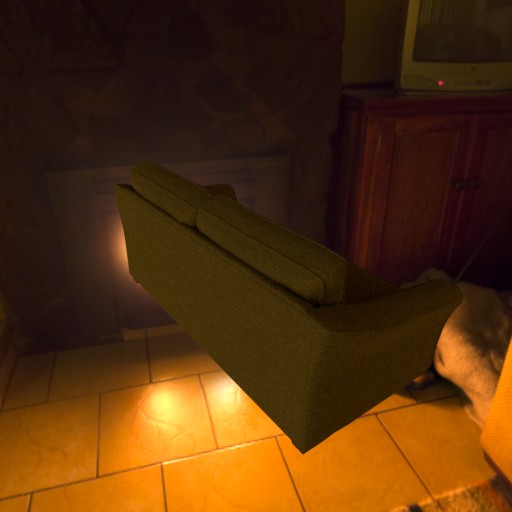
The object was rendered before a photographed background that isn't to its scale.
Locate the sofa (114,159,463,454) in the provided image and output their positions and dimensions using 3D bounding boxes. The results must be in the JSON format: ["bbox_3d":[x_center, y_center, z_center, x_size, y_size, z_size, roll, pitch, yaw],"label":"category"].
[{"bbox_3d":[0.000,0.000,2.777,0.971,0.950,2.270,-17,31,-32],"label":"sofa"}]
